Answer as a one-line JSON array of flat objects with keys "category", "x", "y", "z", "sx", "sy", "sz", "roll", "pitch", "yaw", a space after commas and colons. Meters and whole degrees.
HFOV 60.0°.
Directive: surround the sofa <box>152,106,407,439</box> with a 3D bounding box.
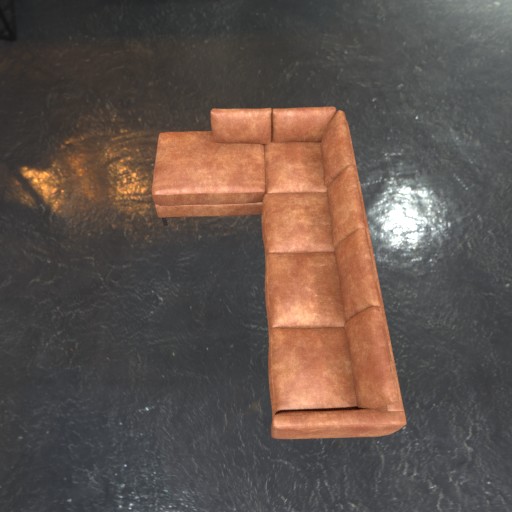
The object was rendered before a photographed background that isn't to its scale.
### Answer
[{"category": "sofa", "x": 0.000, "y": 0.000, "z": 3.892, "sx": 1.938, "sy": 0.877, "sz": 2.984, "roll": -1, "pitch": 59, "yaw": -1}]
